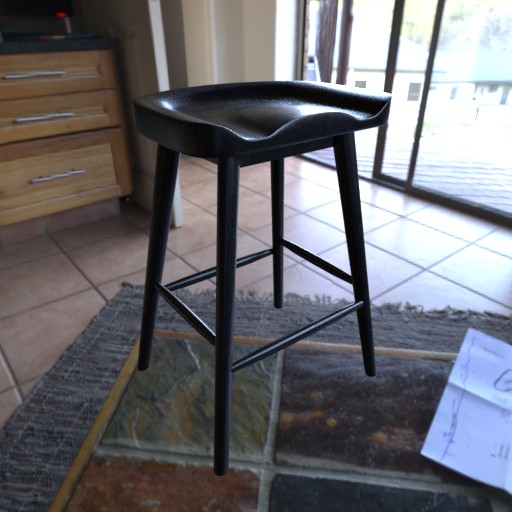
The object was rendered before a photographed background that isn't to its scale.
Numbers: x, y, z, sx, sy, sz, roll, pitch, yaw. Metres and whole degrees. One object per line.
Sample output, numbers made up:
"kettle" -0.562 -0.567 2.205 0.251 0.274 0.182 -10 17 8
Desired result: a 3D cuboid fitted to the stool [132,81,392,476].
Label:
"stool" 0.000 0.000 0.889 0.440 0.615 0.361 -20 34 -32
